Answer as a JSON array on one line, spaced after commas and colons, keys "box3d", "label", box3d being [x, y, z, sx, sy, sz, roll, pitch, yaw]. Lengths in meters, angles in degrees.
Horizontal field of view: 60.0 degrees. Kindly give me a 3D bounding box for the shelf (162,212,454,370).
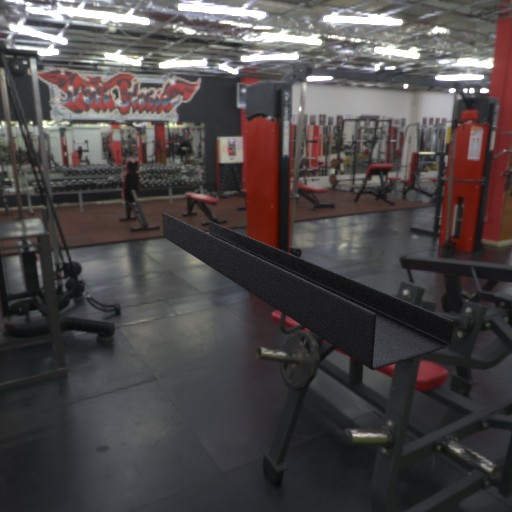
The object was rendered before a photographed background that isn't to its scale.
[{"box3d": [0.000, 0.000, 0.652, 0.102, 0.053, 0.605, -8, 17, -27], "label": "shelf"}]
